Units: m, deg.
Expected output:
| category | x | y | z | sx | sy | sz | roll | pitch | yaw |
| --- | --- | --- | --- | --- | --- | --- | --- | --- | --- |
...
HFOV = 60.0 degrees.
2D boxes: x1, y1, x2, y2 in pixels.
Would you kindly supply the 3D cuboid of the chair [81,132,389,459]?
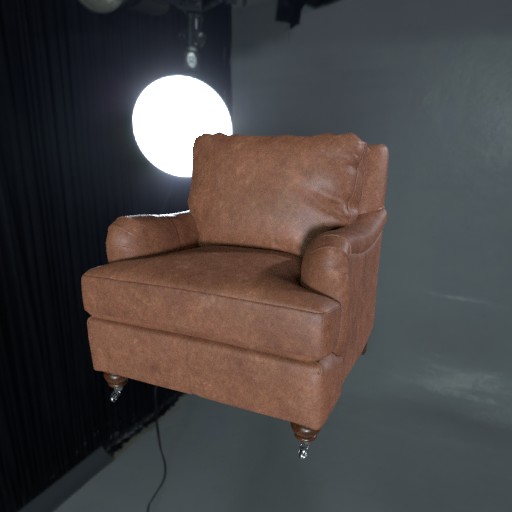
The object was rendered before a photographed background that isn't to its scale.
| category | x | y | z | sx | sy | sz | roll | pitch | yaw |
| --- | --- | --- | --- | --- | --- | --- | --- | --- | --- |
| chair | 0.000 | 0.000 | 1.936 | 0.986 | 1.055 | 1.158 | 7 | 16 | 24 |
